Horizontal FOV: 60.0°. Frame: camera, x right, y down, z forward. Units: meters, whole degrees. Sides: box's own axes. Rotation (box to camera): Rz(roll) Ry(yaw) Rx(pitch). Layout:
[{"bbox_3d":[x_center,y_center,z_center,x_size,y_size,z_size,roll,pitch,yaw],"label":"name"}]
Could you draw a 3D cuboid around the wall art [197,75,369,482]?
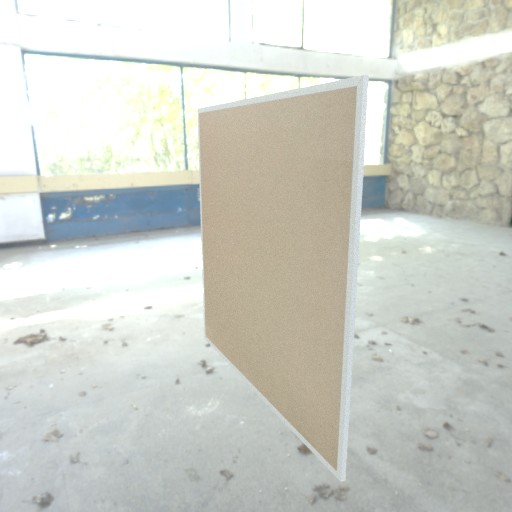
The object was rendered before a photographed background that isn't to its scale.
[{"bbox_3d":[0.000,0.000,1.194,0.012,0.809,0.809,-7,16,-26],"label":"wall art"}]
